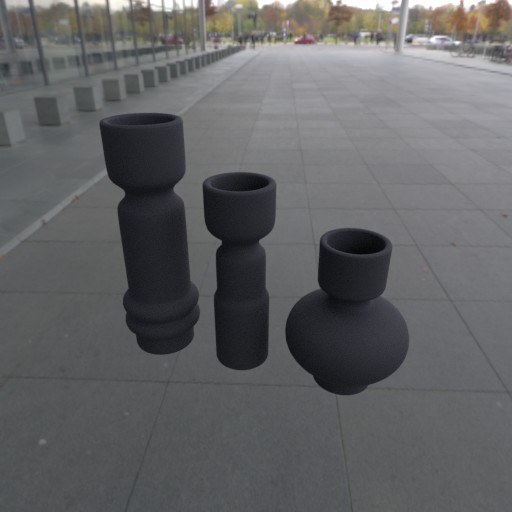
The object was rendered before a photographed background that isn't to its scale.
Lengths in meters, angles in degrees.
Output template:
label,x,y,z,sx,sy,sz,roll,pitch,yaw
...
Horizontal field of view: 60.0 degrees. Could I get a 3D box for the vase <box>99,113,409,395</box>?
label,x,y,z,sx,sy,sz,roll,pitch,yaw
vase,0.000,0.000,0.434,0.307,0.249,0.120,8,28,16
